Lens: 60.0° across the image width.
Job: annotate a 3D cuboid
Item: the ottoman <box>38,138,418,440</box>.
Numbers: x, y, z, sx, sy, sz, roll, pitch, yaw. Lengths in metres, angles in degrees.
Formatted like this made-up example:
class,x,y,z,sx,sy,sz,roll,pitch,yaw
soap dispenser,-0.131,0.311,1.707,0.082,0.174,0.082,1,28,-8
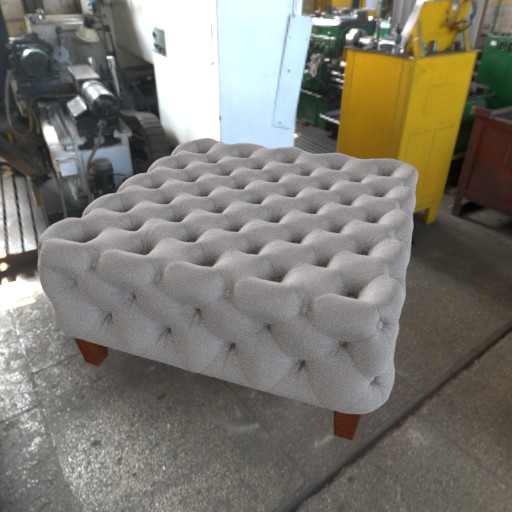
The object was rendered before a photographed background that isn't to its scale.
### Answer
class,x,y,z,sx,sy,sz,roll,pitch,yaw
ottoman,0.000,0.000,1.164,0.758,0.365,0.764,11,34,16
